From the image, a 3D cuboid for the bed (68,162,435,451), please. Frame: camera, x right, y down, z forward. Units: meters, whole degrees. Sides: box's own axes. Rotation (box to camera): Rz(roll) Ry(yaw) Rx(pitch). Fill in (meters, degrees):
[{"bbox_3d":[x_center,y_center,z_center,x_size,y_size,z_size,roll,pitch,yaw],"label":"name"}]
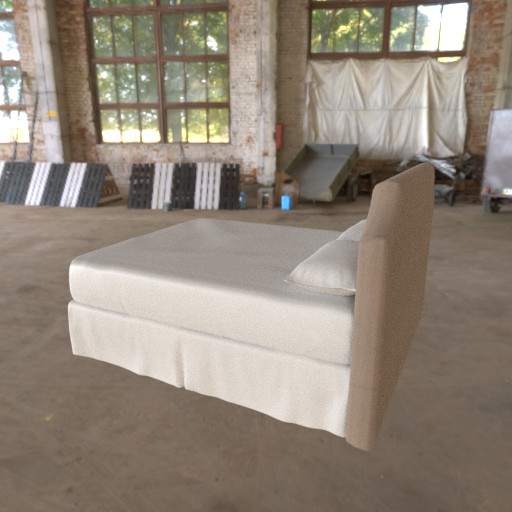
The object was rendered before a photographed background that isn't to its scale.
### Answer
[{"bbox_3d":[0.000,0.000,3.196,2.164,1.303,1.828,8,18,26],"label":"bed"}]
